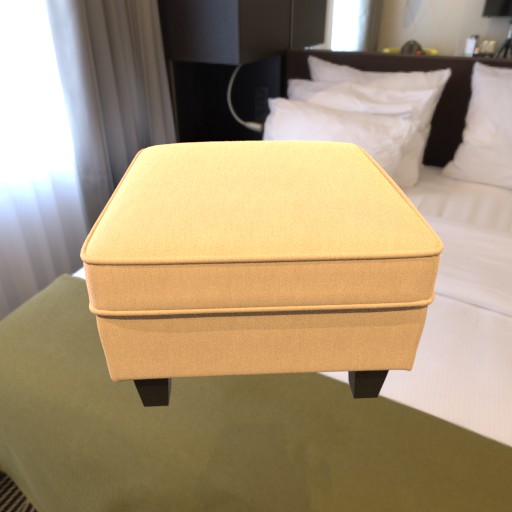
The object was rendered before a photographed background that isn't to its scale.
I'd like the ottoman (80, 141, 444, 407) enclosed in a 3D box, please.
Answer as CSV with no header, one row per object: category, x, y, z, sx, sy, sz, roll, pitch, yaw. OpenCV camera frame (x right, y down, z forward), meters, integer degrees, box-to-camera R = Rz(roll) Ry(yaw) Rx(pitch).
ottoman,0.000,0.000,1.049,0.613,0.438,0.616,-1,30,-2
